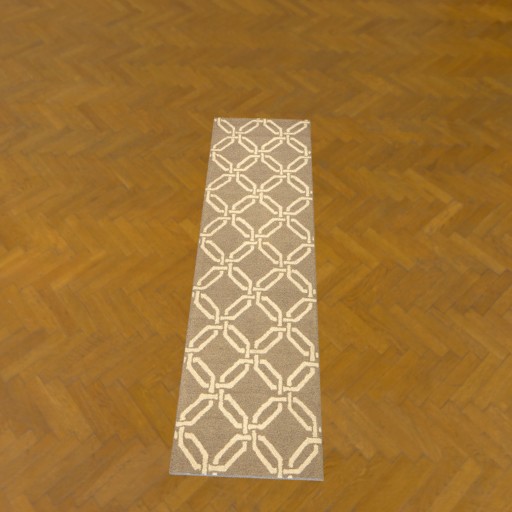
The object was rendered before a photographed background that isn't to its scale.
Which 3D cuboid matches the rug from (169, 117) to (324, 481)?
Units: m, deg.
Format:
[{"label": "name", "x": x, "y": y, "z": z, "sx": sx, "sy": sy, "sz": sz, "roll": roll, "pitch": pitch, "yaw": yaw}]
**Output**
[{"label": "rug", "x": 0.000, "y": 0.000, "z": 2.533, "sx": 0.678, "sy": 0.014, "sz": 2.276, "roll": 2, "pitch": 58, "yaw": 1}]
